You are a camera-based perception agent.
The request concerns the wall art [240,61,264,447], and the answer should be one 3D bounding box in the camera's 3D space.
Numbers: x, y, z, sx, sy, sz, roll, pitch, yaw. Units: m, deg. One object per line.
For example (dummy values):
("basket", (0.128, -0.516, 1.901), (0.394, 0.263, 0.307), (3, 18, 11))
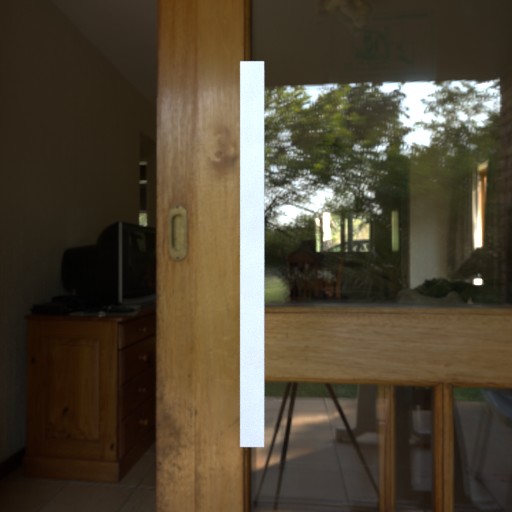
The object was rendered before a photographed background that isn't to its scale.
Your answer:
("wall art", (0.000, 0.000, 1.159), (0.038, 0.610, 0.915), (0, -1, 1))
